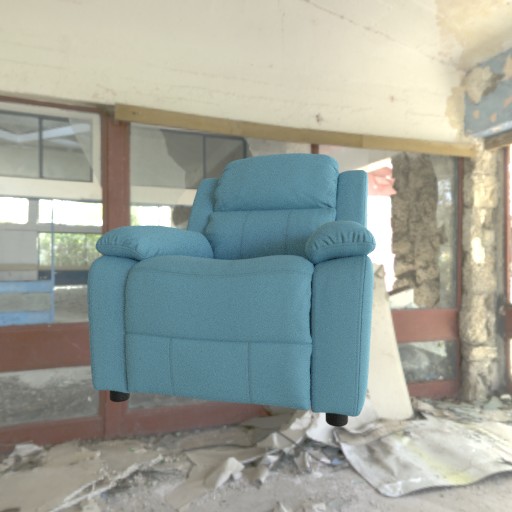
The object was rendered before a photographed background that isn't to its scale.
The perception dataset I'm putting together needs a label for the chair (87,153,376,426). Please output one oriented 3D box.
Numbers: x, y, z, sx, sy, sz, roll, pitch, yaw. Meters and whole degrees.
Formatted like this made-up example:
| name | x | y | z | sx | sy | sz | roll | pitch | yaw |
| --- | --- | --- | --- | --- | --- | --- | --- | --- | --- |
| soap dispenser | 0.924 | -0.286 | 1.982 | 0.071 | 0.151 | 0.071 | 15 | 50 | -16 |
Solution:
| name | x | y | z | sx | sy | sz | roll | pitch | yaw |
| --- | --- | --- | --- | --- | --- | --- | --- | --- | --- |
| chair | 0.000 | 0.000 | 1.269 | 0.680 | 0.702 | 0.709 | 0 | 0 | 17 |
